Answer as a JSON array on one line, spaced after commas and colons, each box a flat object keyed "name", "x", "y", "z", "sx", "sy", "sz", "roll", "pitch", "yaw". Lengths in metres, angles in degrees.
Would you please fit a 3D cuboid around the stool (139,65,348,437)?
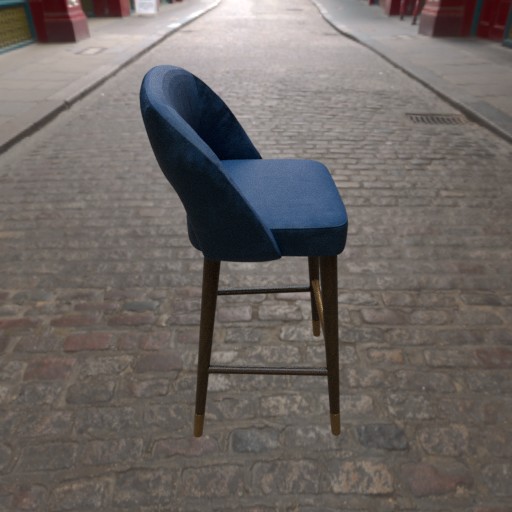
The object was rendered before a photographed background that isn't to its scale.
[{"name": "stool", "x": 0.000, "y": 0.000, "z": 1.288, "sx": 0.515, "sy": 1.016, "sz": 0.514, "roll": -1, "pitch": 32, "yaw": -1}]
